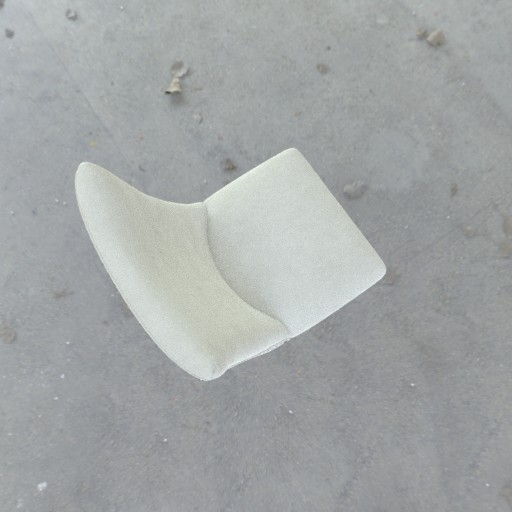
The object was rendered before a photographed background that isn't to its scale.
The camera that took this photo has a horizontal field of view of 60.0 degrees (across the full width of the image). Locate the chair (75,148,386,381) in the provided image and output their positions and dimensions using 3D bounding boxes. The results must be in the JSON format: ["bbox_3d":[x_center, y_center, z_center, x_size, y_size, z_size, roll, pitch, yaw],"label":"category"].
[{"bbox_3d":[0.000,0.000,1.246,0.610,0.902,0.495,-32,77,-8],"label":"chair"}]
